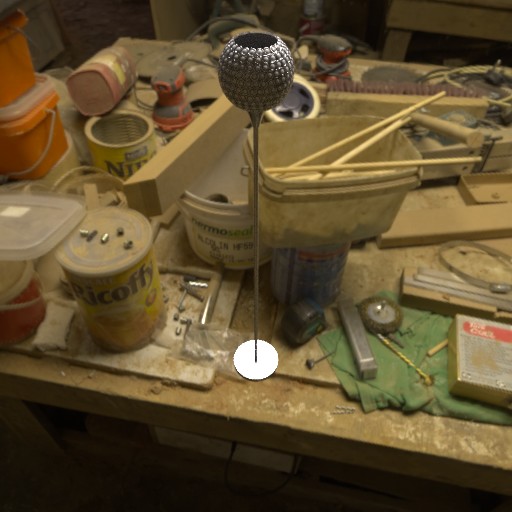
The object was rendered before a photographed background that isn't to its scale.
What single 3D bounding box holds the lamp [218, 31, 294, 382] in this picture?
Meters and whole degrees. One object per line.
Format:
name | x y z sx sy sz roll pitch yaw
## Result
lamp | 0.000 0.000 1.919 0.254 1.805 0.254 0 47 0
